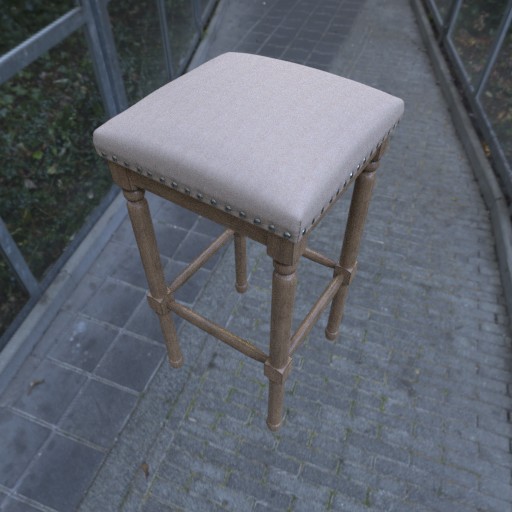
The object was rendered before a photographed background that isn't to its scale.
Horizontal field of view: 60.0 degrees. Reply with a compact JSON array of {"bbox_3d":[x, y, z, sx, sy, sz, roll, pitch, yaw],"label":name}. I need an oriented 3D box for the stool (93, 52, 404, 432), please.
[{"bbox_3d":[0.000,0.000,0.978,0.383,0.768,0.382,26,52,22],"label":"stool"}]
